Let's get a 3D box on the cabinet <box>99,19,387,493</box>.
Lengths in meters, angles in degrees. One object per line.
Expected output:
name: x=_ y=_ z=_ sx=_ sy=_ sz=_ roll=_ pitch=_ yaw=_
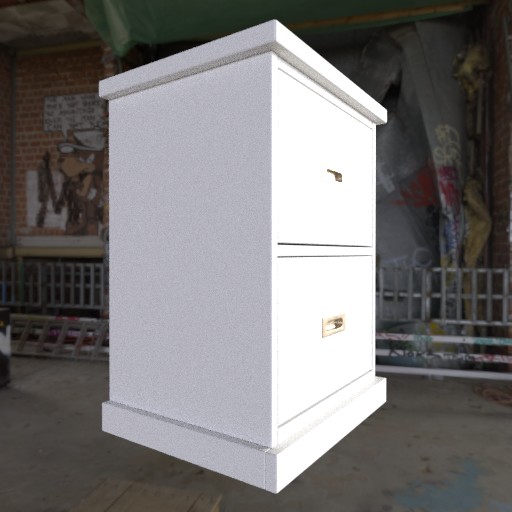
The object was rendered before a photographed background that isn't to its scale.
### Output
cabinet: x=0.000 y=0.000 z=1.007 sx=0.431 sy=0.723 sz=0.520 roll=0 pitch=0 yaw=35
